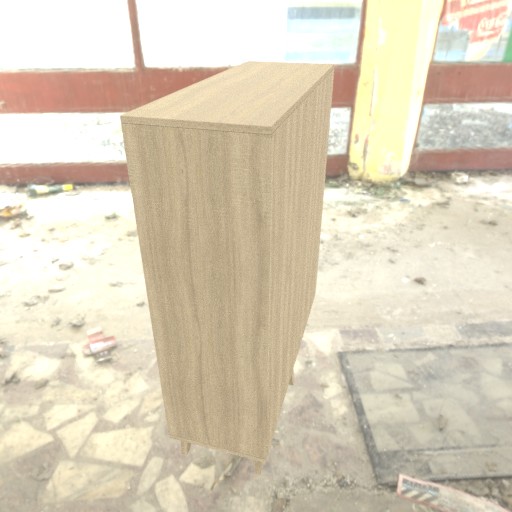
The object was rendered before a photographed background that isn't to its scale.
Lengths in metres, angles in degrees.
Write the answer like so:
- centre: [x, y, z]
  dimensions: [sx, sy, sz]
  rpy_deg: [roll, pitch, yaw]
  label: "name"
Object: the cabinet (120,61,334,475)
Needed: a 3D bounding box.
- centre: [0.000, 0.000, 1.884]
  dimensions: [0.398, 1.388, 1.111]
  rpy_deg: [8, 32, 14]
  label: "cabinet"
